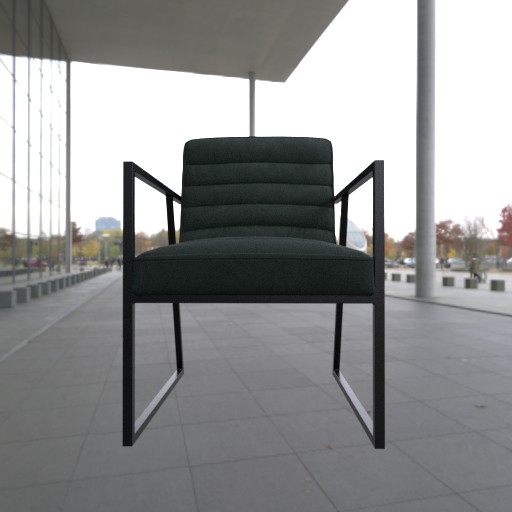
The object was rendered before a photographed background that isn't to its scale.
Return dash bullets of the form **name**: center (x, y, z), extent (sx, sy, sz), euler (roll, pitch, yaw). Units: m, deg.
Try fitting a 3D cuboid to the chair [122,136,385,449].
- **chair**: center (0.000, 0.000, 1.265), extent (0.571, 0.833, 0.677), euler (0, 0, 2)
